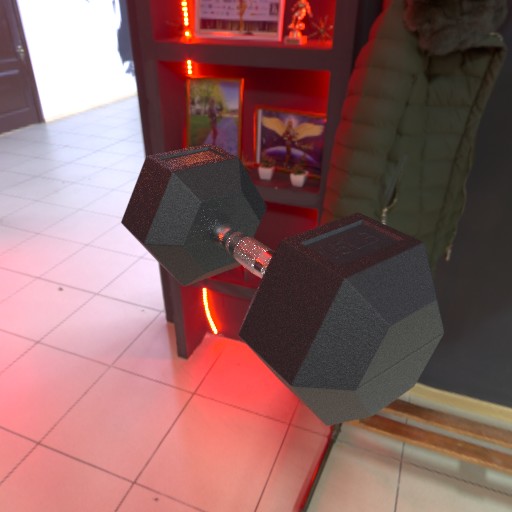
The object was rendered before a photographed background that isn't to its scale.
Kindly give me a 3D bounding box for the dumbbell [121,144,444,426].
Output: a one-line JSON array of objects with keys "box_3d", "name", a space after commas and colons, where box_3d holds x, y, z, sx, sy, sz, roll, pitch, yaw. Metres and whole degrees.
[{"box_3d": [0.000, 0.000, 0.334, 0.122, 0.106, 0.271, -20, 36, -30], "name": "dumbbell"}]
